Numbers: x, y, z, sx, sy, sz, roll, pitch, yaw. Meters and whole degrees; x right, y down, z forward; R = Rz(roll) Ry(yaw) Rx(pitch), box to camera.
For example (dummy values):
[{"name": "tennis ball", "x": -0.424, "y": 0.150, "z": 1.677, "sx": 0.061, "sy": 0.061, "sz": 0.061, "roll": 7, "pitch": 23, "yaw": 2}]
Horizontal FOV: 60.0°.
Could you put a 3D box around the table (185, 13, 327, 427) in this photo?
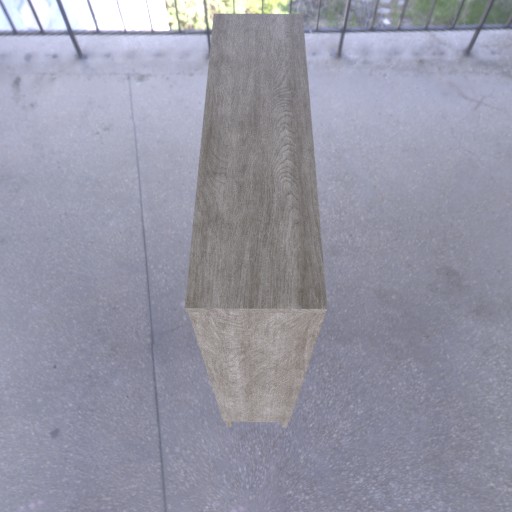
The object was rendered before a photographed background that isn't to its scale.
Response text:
[{"name": "table", "x": 0.000, "y": 0.000, "z": 1.496, "sx": 0.256, "sy": 1.135, "sz": 0.902, "roll": 0, "pitch": 59, "yaw": 0}]
